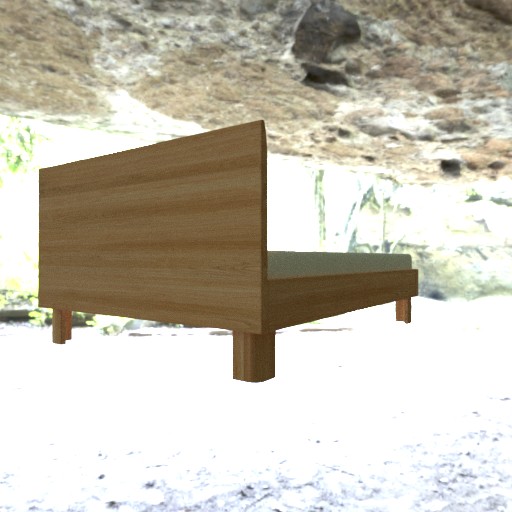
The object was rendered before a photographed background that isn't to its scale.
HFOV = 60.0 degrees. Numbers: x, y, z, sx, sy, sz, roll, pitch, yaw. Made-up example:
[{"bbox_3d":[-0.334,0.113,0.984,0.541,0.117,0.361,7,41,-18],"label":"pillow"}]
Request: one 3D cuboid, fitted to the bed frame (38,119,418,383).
[{"bbox_3d":[0.000,0.000,2.776,1.472,0.940,1.992,0,0,35],"label":"bed frame"}]
